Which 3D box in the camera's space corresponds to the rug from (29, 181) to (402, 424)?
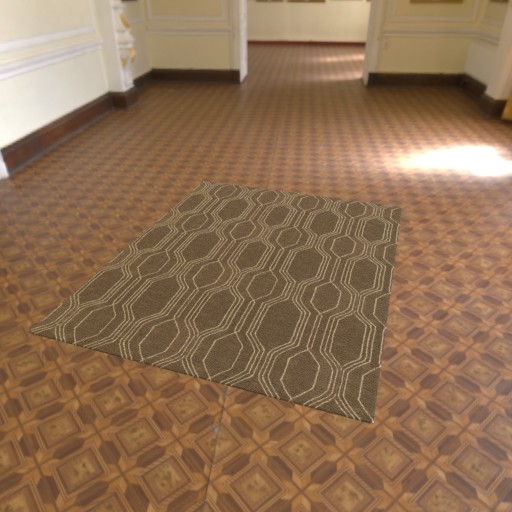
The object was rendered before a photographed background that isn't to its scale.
[{"bbox_3d":[0.000,0.000,4.114,2.457,0.012,3.062,10,33,16],"label":"rug"}]
